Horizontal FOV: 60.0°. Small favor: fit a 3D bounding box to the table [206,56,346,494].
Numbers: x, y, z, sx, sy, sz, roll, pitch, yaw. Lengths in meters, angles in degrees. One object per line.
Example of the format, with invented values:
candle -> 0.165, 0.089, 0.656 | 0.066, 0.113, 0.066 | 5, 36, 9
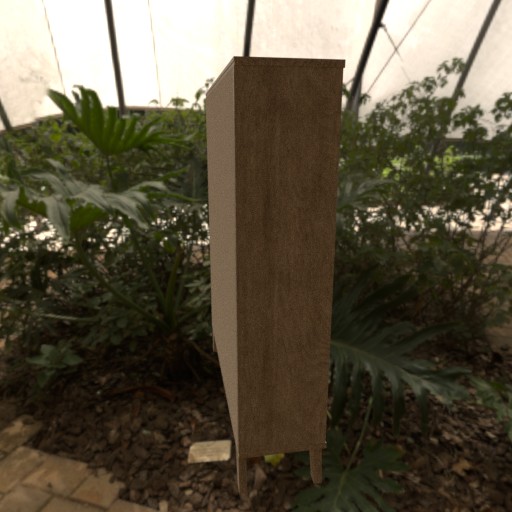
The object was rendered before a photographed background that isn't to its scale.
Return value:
table -> 0.000, 0.000, 1.541 | 0.256, 1.135, 0.902 | -3, 16, -10
